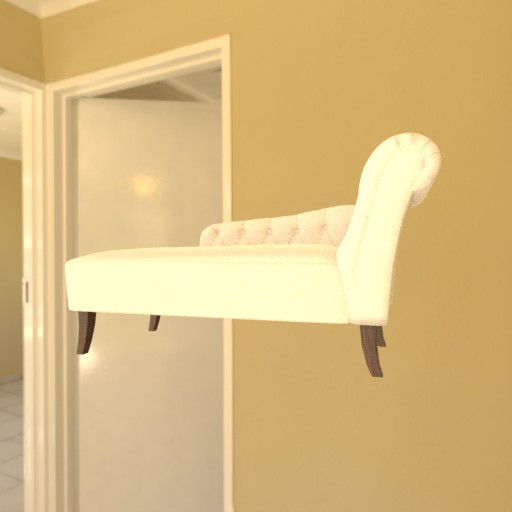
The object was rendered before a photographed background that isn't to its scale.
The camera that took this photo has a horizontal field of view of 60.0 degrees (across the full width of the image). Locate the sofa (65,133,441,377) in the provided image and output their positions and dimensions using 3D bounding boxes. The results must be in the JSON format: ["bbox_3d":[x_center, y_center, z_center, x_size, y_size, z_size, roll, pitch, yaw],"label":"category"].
[{"bbox_3d":[0.000,0.000,1.850,1.379,0.787,0.675,0,1,18],"label":"sofa"}]
